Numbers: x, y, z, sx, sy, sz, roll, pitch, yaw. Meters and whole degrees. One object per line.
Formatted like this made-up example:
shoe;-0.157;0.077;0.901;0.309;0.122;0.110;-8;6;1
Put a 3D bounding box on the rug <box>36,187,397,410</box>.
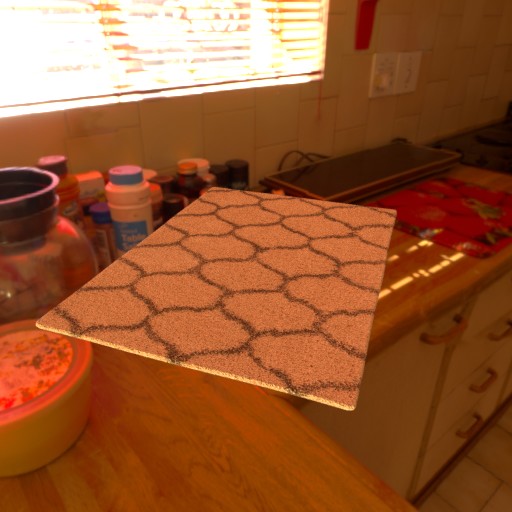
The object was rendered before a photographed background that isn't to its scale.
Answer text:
rug;0.000;0.000;2.145;1.200;0.025;1.600;10;30;17
